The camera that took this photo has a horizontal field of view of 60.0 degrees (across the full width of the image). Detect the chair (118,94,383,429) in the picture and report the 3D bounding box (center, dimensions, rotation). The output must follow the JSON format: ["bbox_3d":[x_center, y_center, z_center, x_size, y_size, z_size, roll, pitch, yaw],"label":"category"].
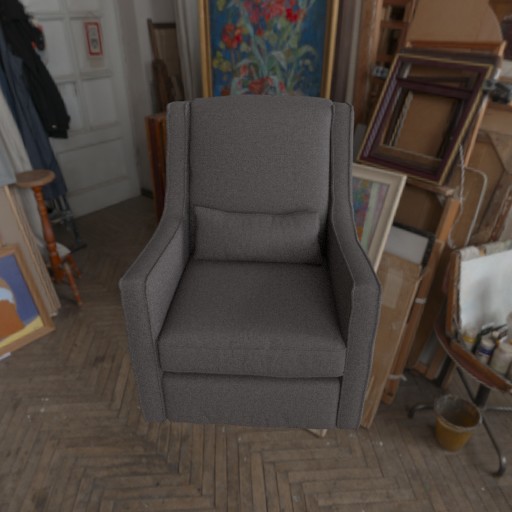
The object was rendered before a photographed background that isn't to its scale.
[{"bbox_3d":[0.000,0.000,1.614,0.732,0.993,0.879,1,30,2],"label":"chair"}]
